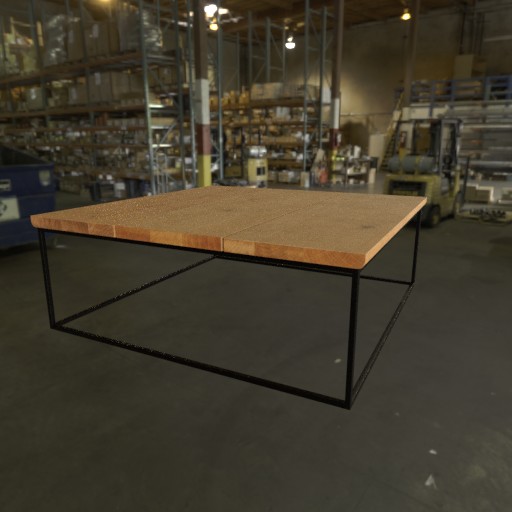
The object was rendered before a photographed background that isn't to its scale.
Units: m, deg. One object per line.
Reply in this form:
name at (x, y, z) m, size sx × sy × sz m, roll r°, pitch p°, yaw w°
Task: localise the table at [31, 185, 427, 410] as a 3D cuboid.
table at (0.000, 0.000, 1.736) m, size 1.100 × 0.400 × 1.100 m, roll 7°, pitch 17°, yaw 26°
